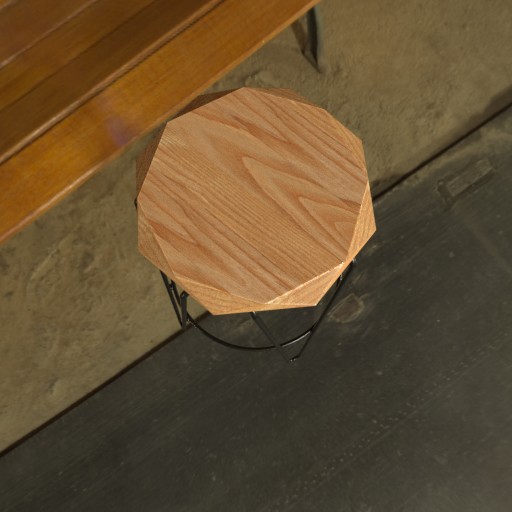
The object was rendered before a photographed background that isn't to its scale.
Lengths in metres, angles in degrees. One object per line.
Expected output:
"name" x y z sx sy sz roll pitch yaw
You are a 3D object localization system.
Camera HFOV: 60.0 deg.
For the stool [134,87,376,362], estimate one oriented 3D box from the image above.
"stool" 0.000 0.000 0.779 0.326 0.610 0.326 17 77 4
